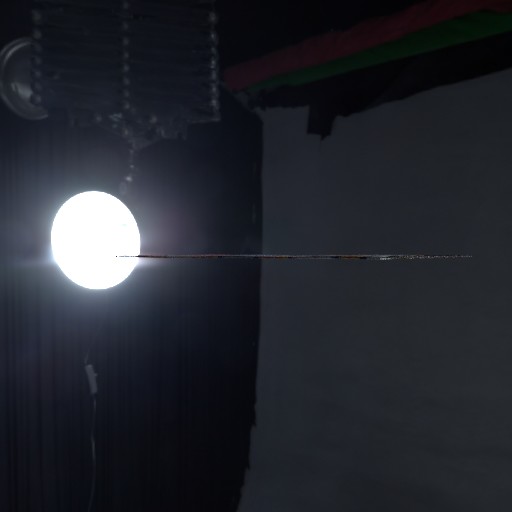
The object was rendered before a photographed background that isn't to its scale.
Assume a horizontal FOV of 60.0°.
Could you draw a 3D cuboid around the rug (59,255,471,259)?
[{"bbox_3d":[0.000,0.000,2.248,1.849,0.013,1.084,0,0,36],"label":"rug"}]
